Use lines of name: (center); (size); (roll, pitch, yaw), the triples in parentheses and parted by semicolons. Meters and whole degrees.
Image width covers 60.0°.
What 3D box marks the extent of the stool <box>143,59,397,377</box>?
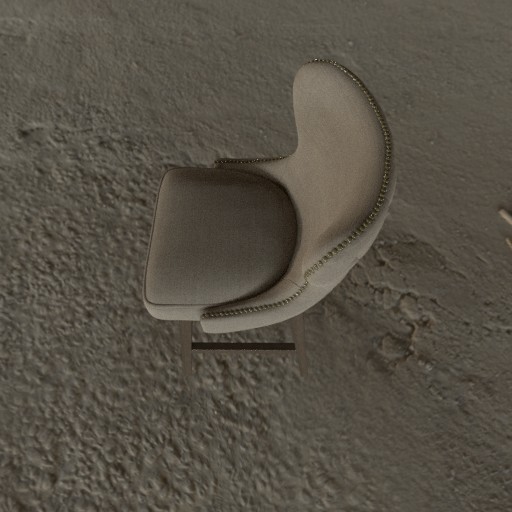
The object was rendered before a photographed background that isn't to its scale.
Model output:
stool: (0.000, 0.000, 1.347); (0.597, 0.972, 0.615); (1, 58, 0)
